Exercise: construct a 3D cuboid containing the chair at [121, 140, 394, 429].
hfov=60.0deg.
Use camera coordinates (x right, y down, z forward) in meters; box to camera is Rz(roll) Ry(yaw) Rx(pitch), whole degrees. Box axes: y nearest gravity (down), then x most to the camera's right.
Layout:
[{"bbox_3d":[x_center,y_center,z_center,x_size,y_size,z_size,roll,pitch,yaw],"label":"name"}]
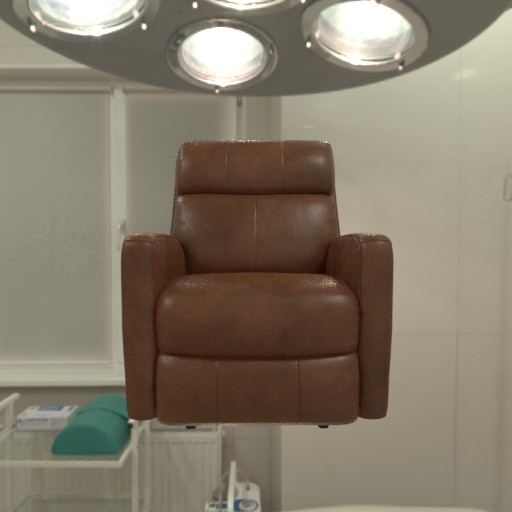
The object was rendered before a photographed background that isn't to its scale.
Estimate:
[{"bbox_3d":[0.000,0.000,1.651,0.787,1.016,0.939,0,2,-1],"label":"chair"}]
